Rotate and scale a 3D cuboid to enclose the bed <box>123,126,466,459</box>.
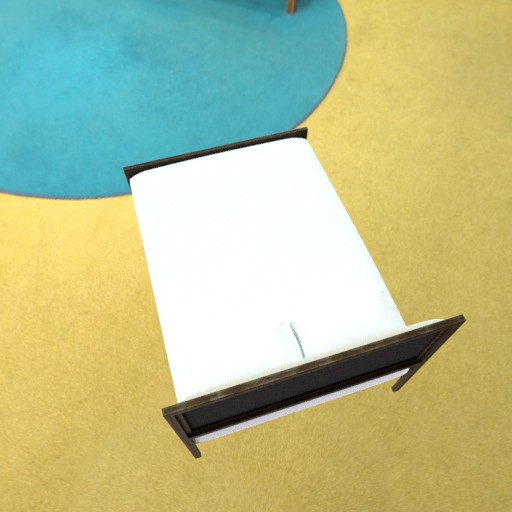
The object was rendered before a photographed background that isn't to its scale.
[{"bbox_3d":[0.000,0.000,3.309,1.607,1.313,2.221,-15,59,-9],"label":"bed"}]
